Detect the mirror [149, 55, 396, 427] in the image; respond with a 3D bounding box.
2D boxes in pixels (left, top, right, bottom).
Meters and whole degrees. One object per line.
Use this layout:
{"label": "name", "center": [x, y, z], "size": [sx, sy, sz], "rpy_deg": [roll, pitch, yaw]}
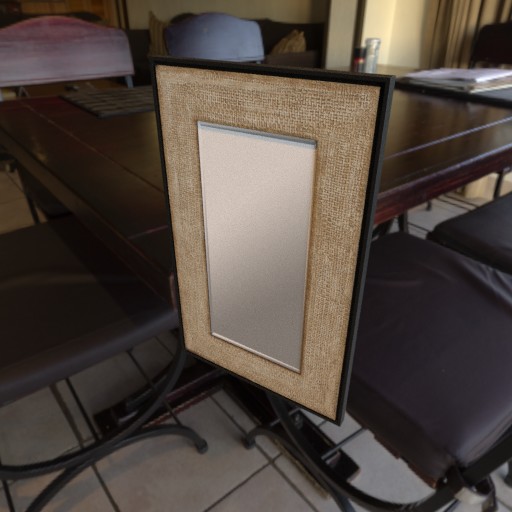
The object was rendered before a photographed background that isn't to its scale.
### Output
{"label": "mirror", "center": [0.000, 0.000, 1.525], "size": [0.762, 1.219, 0.038], "rpy_deg": [18, 35, 27]}
